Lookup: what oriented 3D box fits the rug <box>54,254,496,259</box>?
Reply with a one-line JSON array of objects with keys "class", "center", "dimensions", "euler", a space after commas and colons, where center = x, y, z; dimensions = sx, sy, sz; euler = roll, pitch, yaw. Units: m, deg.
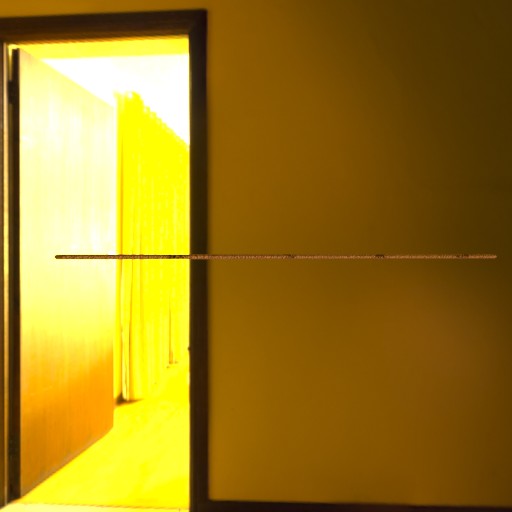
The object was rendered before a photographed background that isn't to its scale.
[{"class": "rug", "center": [0.000, 0.000, 4.039], "dimensions": [3.047, 0.029, 2.438], "euler": [0, 0, -16]}]
